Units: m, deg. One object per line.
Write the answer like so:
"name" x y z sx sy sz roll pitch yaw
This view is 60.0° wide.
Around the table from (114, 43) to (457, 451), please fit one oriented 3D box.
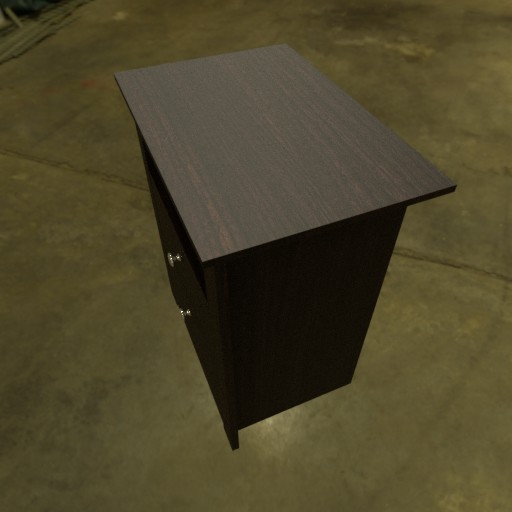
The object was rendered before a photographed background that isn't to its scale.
"table" 0.000 0.000 1.056 0.406 0.711 0.591 -17 49 -16
